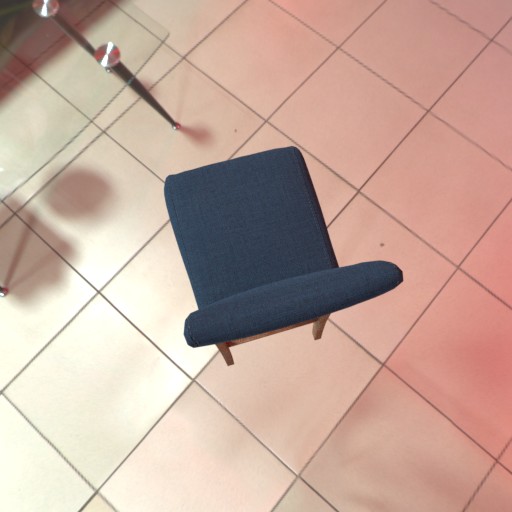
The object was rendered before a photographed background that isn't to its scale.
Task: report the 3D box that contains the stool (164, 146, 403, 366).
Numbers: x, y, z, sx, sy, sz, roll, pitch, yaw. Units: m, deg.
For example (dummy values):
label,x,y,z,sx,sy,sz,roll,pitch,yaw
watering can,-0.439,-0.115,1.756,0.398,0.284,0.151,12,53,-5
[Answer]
label,x,y,z,sx,sy,sz,roll,pitch,yaw
stool,0.000,0.000,1.409,0.454,1.088,0.574,-16,75,-4
